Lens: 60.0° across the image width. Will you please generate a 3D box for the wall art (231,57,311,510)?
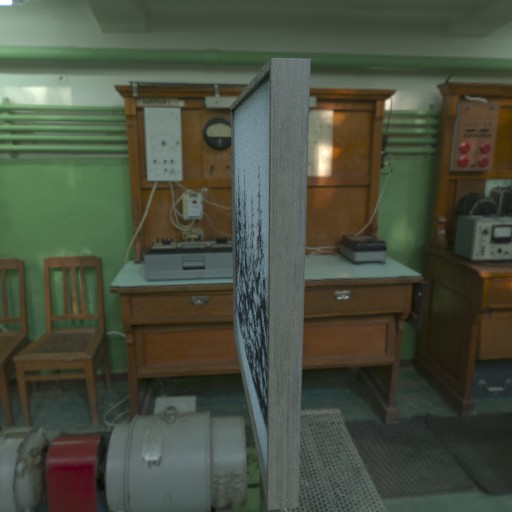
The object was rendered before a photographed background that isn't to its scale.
[{"bbox_3d":[0.000,0.000,0.720,0.037,0.507,0.507,-2,14,-7],"label":"wall art"}]
